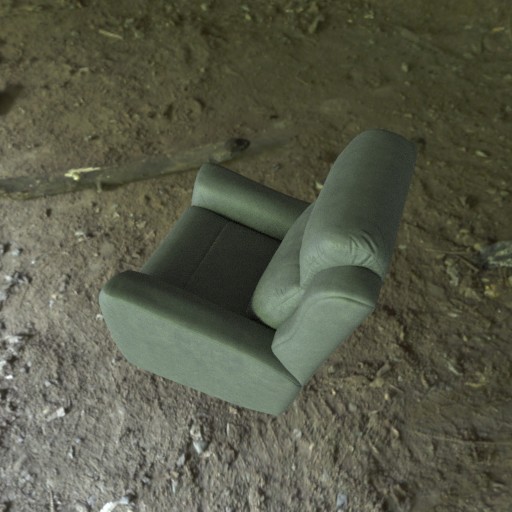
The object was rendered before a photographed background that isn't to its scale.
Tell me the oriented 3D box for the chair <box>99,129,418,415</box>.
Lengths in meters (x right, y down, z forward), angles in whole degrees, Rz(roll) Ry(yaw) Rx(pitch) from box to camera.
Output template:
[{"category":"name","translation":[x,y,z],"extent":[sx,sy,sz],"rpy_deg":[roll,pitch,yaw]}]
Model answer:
[{"category":"chair","translation":[0.000,0.000,1.937],"extent":[1.068,1.116,0.967],"rpy_deg":[17,50,15]}]
